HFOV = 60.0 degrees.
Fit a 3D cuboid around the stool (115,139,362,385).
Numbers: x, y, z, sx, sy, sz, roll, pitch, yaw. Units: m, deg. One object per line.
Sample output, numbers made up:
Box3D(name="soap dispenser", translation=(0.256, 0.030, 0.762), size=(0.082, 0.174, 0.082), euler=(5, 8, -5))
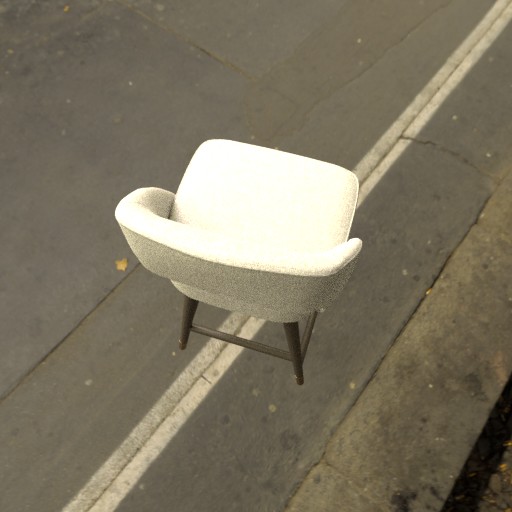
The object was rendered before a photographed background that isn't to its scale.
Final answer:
Box3D(name="stool", translation=(0.000, 0.000, 1.201), size=(0.494, 0.940, 0.509), euler=(15, 64, 7))
